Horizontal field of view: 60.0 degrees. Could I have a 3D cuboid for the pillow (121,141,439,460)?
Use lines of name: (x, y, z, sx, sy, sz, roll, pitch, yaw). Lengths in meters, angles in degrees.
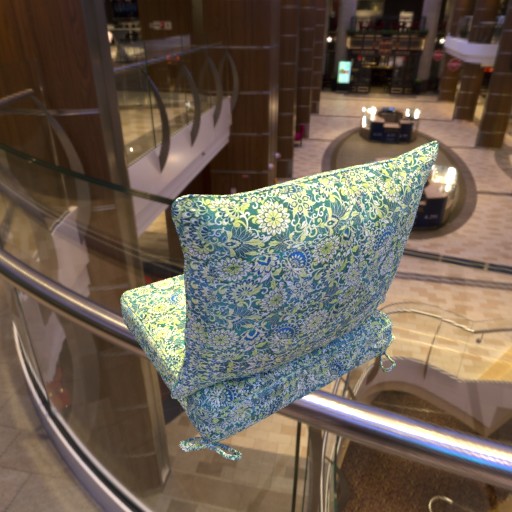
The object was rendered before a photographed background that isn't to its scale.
pillow: (0.000, 0.000, 1.349, 0.798, 0.722, 0.740, -18, 34, -29)
